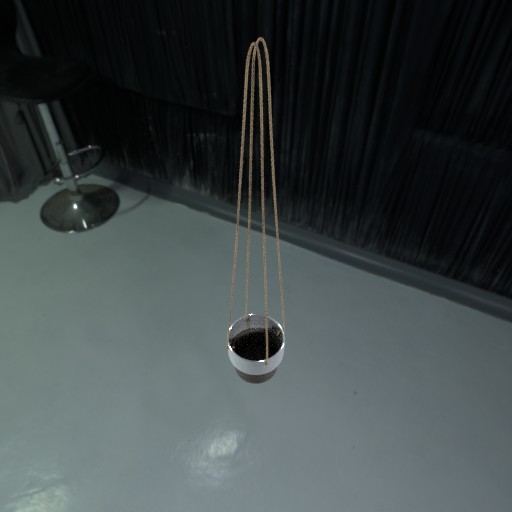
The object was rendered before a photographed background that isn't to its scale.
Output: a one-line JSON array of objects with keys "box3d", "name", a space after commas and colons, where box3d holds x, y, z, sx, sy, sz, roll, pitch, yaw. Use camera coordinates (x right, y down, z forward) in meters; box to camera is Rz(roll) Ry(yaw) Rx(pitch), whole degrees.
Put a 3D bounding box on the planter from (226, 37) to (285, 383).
[{"box3d": [0.000, 0.000, 1.157, 0.187, 1.073, 0.187, 18, 48, 17], "name": "planter"}]
